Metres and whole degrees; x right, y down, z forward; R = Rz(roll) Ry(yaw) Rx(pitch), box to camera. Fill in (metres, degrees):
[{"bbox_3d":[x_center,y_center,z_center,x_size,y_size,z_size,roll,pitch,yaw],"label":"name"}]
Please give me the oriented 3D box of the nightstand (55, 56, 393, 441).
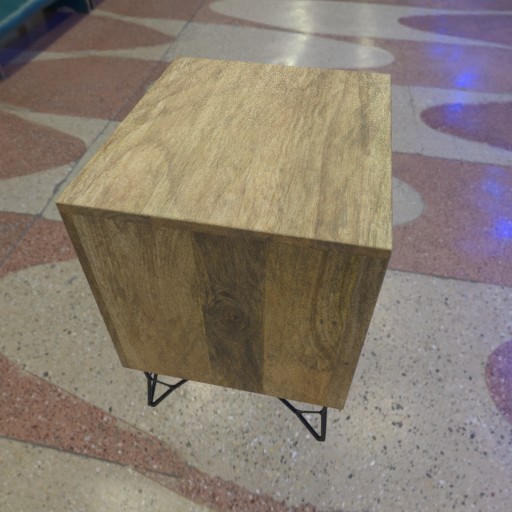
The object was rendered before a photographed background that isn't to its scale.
[{"bbox_3d":[0.000,0.000,0.865,0.406,0.559,0.457,8,46,8],"label":"nightstand"}]
